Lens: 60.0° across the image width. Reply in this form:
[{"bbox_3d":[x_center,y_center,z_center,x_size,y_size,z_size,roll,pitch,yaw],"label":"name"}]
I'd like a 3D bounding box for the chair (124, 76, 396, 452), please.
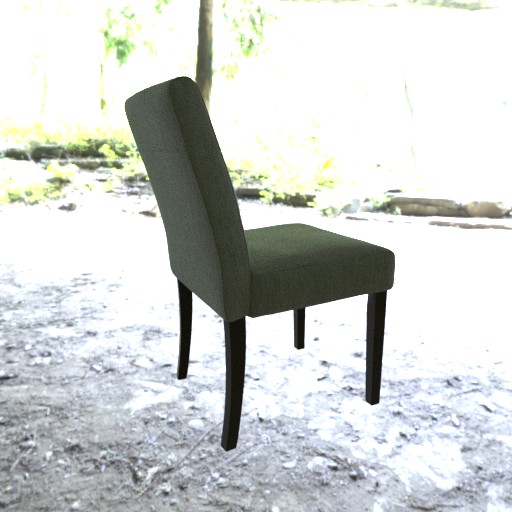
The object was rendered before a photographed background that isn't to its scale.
[{"bbox_3d":[0.000,0.000,1.267,0.629,0.884,0.487,-7,16,-26],"label":"chair"}]
